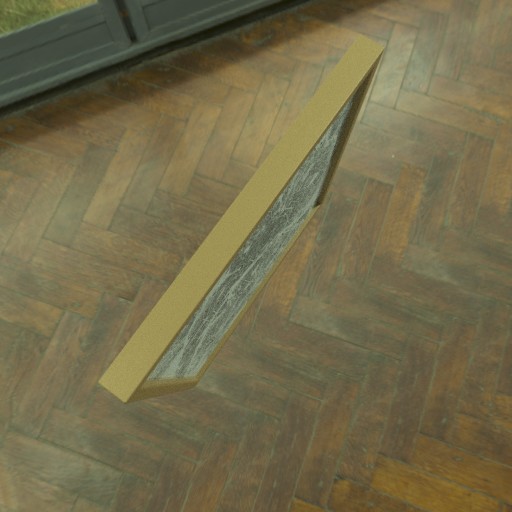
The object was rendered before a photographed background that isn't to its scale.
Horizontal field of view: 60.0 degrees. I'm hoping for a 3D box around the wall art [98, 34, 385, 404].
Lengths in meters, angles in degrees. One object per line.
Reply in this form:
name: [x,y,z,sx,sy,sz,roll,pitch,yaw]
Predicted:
wall art: [0.000,0.000,0.741,0.036,0.509,0.509,34,78,8]
